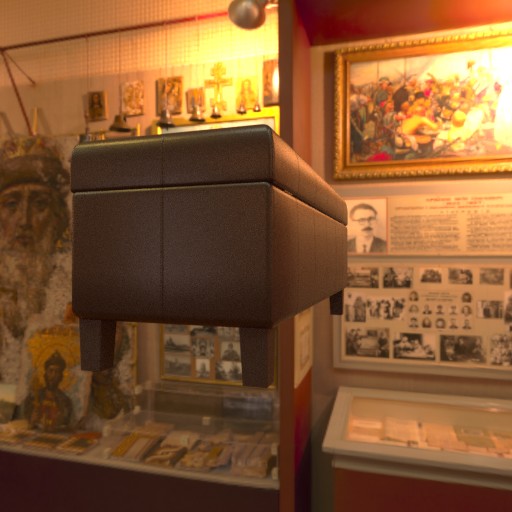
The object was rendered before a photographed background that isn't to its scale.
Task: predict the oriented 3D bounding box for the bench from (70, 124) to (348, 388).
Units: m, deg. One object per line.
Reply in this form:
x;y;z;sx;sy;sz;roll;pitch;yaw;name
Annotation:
0.000;0.000;1.321;0.429;0.457;1.092;0;0;18;bench
